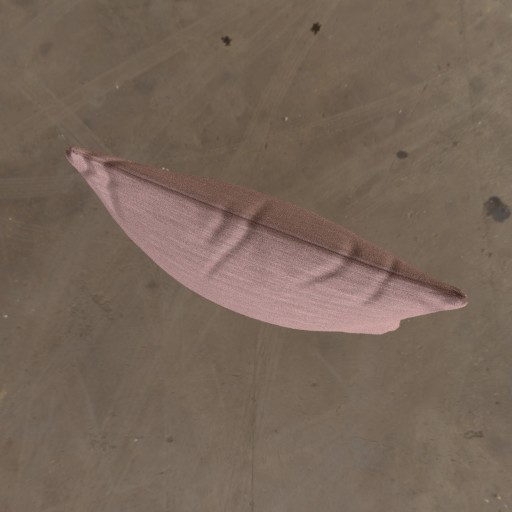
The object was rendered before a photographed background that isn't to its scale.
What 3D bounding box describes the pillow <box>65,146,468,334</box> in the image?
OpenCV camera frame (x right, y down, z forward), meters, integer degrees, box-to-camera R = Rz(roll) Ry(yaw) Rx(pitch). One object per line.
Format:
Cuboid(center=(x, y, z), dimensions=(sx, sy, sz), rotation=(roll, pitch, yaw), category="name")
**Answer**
Cuboid(center=(0.000, 0.000, 0.800), dimensions=(0.633, 0.338, 0.210), rotation=(21, 76, 5), category="pillow")
